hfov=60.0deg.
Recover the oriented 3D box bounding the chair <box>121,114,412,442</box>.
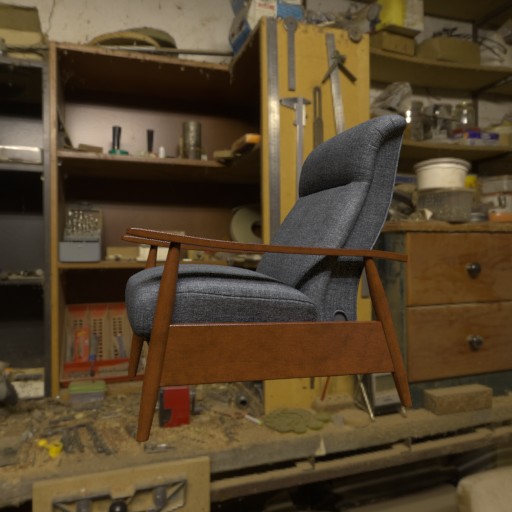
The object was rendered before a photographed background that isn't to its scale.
[{"bbox_3d":[0.000,0.000,1.793,1.030,1.082,0.762,0,1,-18],"label":"chair"}]
